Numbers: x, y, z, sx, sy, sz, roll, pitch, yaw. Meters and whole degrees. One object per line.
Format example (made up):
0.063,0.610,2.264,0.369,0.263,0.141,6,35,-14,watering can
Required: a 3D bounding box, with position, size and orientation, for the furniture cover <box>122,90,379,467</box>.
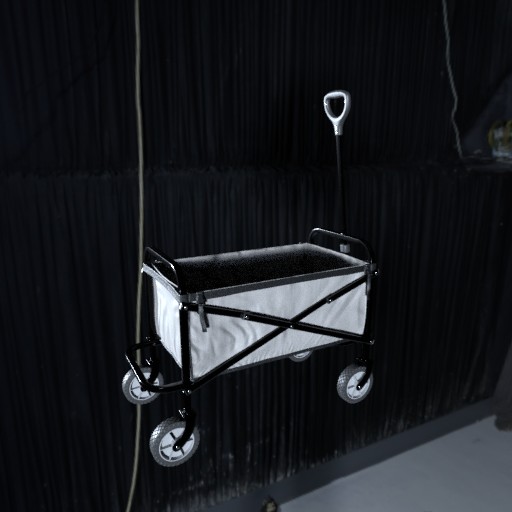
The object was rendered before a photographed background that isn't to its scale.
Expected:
0.000,0.000,1.783,1.038,1.295,0.532,-8,16,-27,furniture cover
